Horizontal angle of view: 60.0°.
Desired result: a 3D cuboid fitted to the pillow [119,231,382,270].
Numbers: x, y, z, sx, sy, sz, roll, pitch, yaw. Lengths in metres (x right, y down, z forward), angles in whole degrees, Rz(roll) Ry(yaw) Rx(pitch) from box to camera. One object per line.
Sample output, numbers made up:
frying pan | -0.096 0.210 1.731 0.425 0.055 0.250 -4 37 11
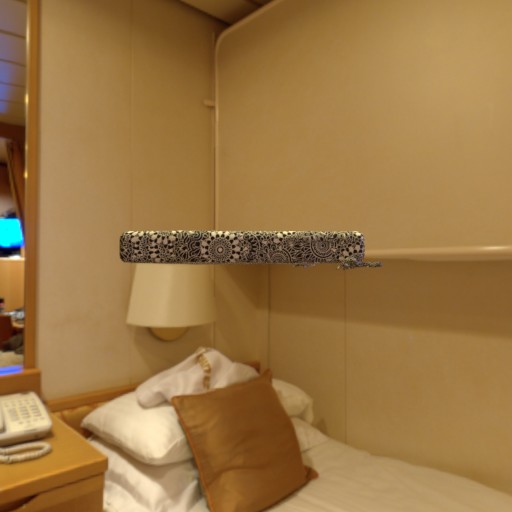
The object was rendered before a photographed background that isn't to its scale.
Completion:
pillow | 0.000 0.000 1.379 0.492 0.081 1.187 0 -1 1
